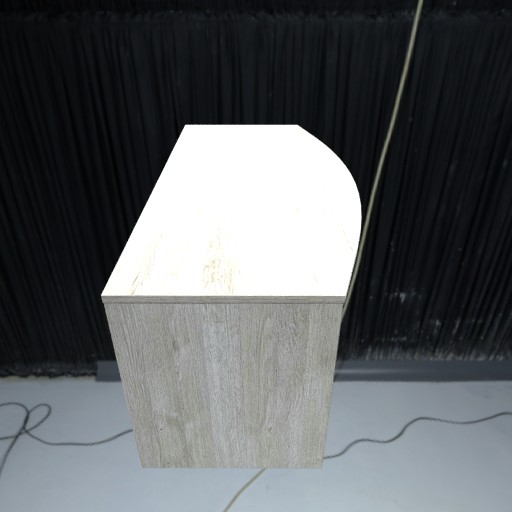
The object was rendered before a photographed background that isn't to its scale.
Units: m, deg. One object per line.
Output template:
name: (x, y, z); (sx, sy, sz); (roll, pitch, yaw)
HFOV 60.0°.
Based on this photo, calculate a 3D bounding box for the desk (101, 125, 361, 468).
desk: (0.000, 0.000, 2.029); (0.802, 0.752, 1.600); (0, 32, 0)
